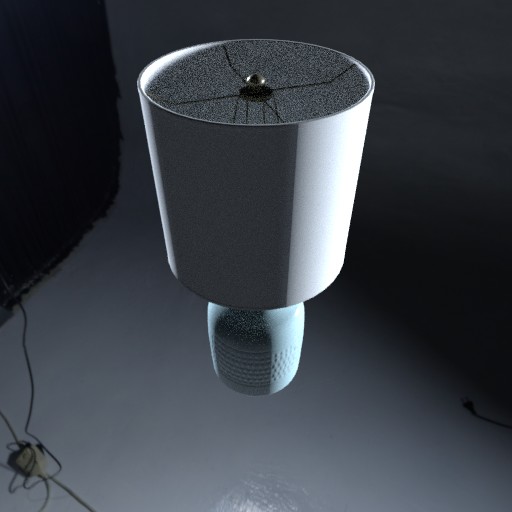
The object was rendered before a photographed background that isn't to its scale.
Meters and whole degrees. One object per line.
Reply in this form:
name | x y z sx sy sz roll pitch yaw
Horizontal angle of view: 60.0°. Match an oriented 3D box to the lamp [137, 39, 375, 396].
lamp | 0.000 0.000 1.083 0.418 0.871 0.418 13 43 14
